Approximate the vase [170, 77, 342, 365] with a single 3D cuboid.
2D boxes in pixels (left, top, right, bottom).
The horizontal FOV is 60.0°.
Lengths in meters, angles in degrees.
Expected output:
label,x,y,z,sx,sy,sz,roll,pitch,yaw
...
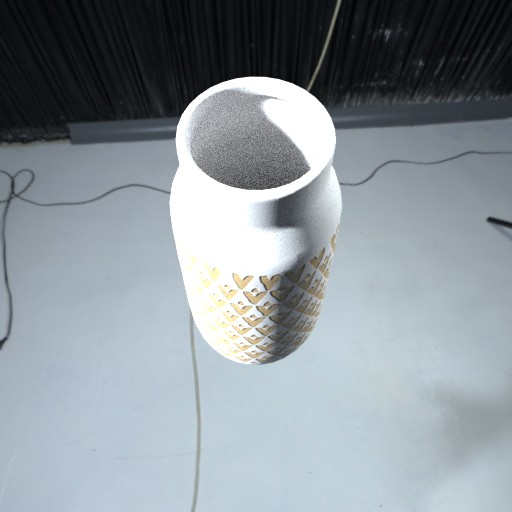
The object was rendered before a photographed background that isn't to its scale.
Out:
label,x,y,z,sx,sy,sz,roll,pitch,yaw
vase,0.000,0.000,0.385,0.137,0.307,0.137,0,63,0
